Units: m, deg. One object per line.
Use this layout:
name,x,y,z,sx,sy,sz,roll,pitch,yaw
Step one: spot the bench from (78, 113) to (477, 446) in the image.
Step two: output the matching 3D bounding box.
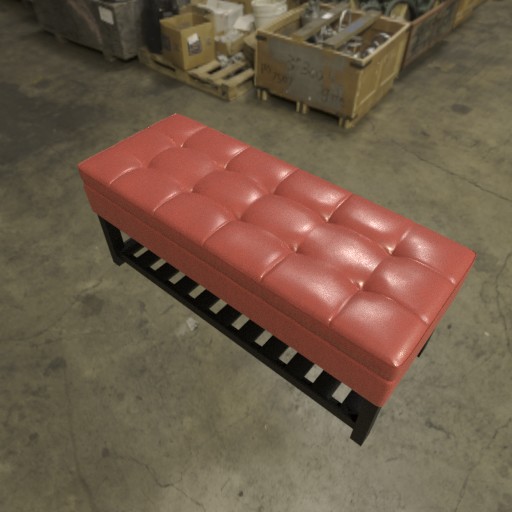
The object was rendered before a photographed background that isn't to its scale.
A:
bench,0.000,0.000,1.386,1.105,0.460,0.432,31,54,26
